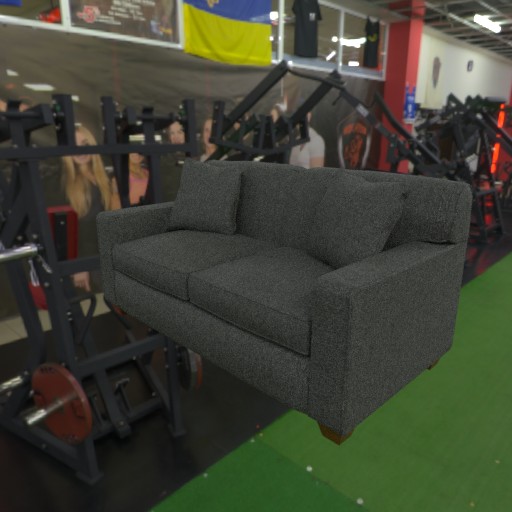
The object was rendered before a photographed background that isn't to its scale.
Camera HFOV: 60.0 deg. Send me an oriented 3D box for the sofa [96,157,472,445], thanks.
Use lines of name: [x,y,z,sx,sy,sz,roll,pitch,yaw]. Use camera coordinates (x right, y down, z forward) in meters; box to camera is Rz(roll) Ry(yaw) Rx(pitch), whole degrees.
sofa: [0.000,0.000,2.406,0.998,0.958,1.846,-16,23,-42]
